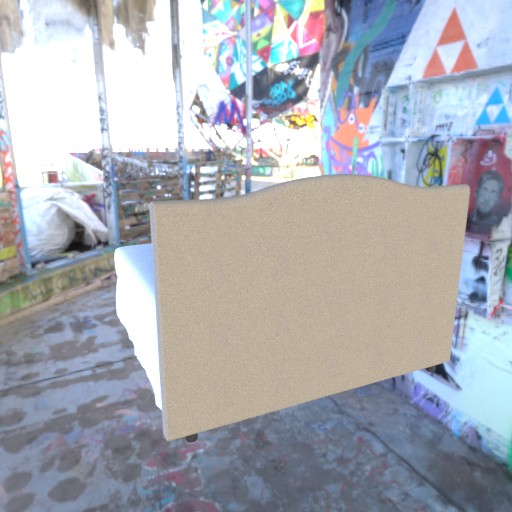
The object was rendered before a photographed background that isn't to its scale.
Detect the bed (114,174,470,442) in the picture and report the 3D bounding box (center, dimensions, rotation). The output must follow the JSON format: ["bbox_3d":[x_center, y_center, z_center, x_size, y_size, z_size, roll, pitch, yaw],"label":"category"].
[{"bbox_3d":[0.000,0.000,3.553,2.083,1.421,2.182,-7,16,-25],"label":"bed"}]
